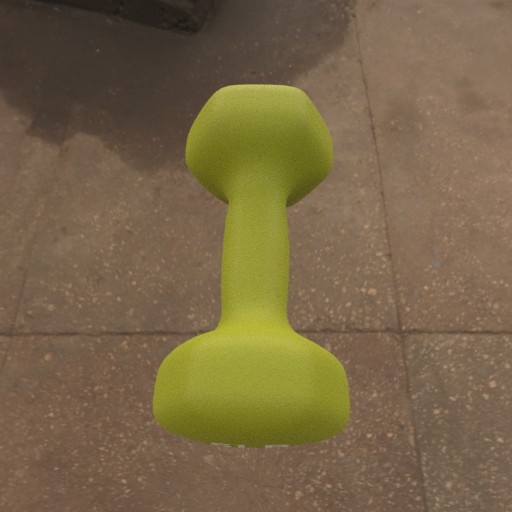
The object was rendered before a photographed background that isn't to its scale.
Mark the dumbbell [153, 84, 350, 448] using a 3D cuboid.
[{"bbox_3d":[0.000,0.000,0.207,0.080,0.072,0.164,2,63,1],"label":"dumbbell"}]
